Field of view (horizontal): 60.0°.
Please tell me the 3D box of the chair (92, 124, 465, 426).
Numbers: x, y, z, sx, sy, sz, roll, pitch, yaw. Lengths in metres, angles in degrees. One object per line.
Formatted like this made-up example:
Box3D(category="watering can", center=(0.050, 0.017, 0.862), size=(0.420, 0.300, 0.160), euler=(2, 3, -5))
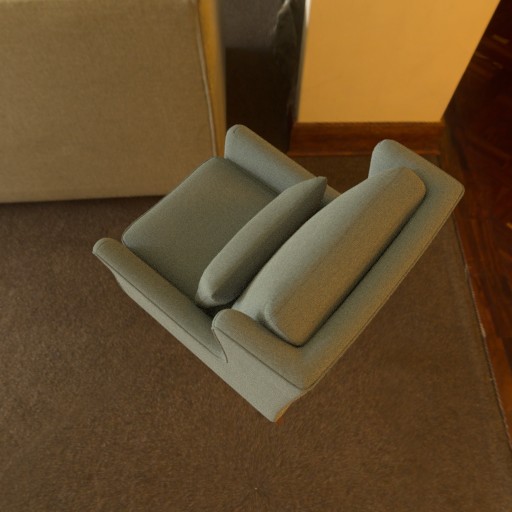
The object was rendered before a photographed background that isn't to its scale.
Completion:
Box3D(category="chair", center=(0.000, 0.000, 1.800), size=(1.040, 1.056, 0.866), euler=(37, 68, 18))
